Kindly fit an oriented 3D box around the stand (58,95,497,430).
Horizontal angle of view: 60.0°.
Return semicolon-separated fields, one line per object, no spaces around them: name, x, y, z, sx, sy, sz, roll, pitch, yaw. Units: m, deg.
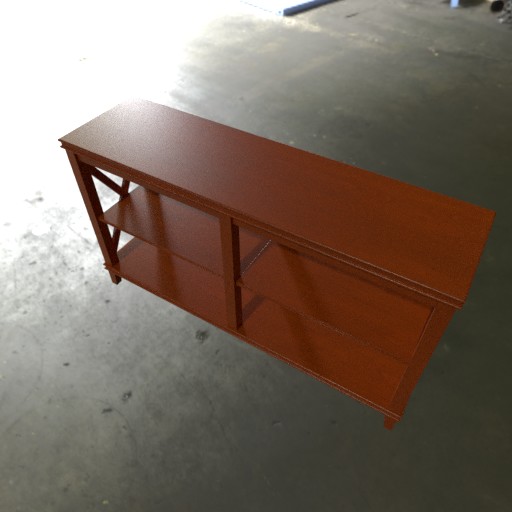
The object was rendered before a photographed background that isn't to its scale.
stand;0.000;0.000;1.667;1.372;0.762;0.381;23;50;21
